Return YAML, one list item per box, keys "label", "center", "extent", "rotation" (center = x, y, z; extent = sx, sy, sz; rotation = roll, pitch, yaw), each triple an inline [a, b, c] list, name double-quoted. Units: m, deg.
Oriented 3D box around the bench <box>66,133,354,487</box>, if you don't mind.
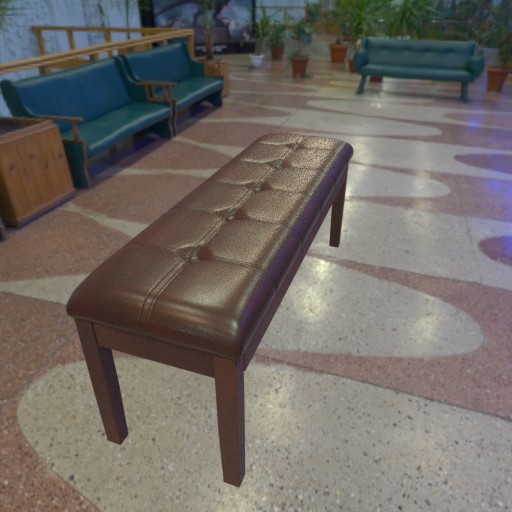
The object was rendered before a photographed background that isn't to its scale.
- label: "bench"
  center: [0.000, 0.000, 1.452]
  extent: [0.401, 0.491, 1.259]
  rotation: [11, 33, 17]
